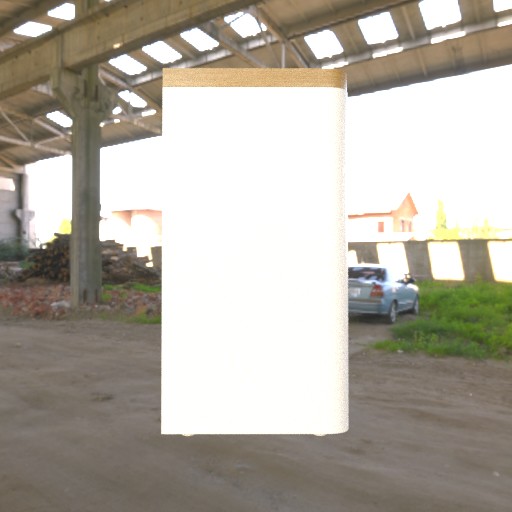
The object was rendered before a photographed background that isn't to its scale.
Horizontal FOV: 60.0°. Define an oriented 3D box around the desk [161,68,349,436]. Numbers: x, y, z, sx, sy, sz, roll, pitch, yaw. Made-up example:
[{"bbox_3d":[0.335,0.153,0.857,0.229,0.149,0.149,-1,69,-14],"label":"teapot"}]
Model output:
[{"bbox_3d":[0.000,0.000,1.462,0.390,0.760,1.100,0,-1,0],"label":"desk"}]
